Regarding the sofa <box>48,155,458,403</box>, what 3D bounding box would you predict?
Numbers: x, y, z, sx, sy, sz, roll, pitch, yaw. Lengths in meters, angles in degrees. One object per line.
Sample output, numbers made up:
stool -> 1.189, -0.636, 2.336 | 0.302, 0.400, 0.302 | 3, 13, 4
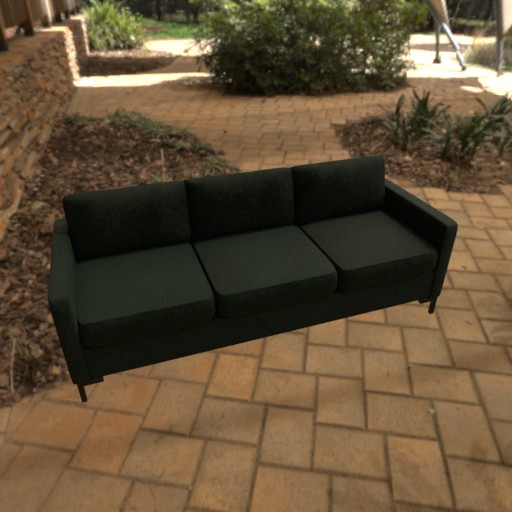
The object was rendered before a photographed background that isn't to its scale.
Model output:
sofa -> 0.000, 0.000, 2.681 | 2.218, 0.870, 0.859 | -10, 33, -17
